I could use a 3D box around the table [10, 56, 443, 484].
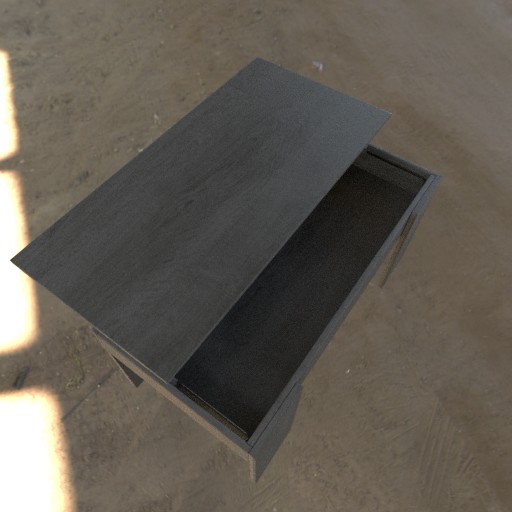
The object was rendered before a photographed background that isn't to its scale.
[{"bbox_3d":[0.000,0.000,1.388,0.711,0.570,1.000,31,62,19],"label":"table"}]
